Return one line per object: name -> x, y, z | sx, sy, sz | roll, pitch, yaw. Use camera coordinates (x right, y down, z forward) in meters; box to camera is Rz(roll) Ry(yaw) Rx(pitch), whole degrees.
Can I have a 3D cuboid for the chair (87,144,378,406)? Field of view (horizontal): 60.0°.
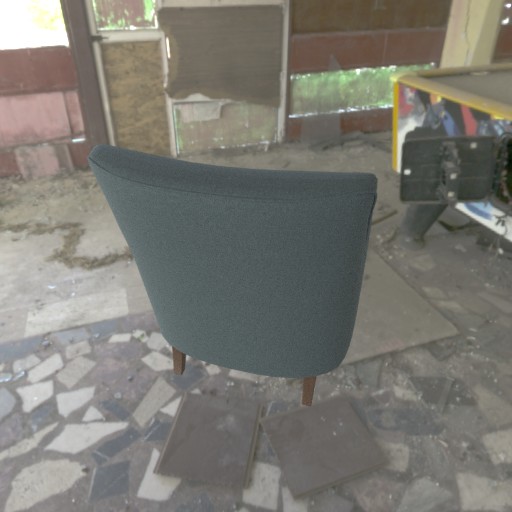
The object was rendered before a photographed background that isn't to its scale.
chair -> 0.000, 0.000, 1.566 | 0.756, 0.916, 0.879 | 9, 34, 14
